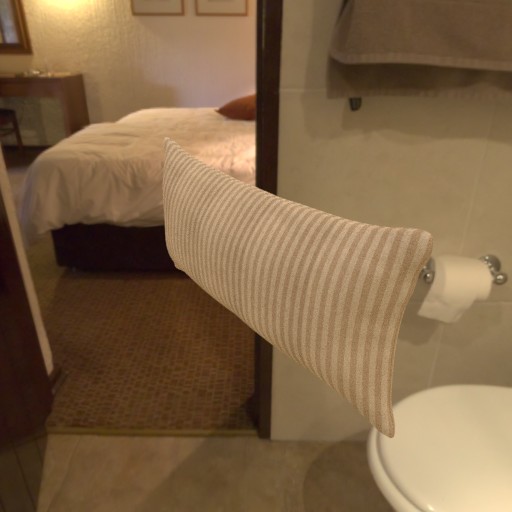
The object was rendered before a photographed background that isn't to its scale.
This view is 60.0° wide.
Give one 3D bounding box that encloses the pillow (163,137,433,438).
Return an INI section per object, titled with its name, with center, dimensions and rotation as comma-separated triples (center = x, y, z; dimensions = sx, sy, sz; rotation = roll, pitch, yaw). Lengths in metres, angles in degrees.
[pillow]
center = 0.000, 0.000, 0.742
dimensions = 0.151, 0.295, 0.617
rotation = -18, 32, -32
